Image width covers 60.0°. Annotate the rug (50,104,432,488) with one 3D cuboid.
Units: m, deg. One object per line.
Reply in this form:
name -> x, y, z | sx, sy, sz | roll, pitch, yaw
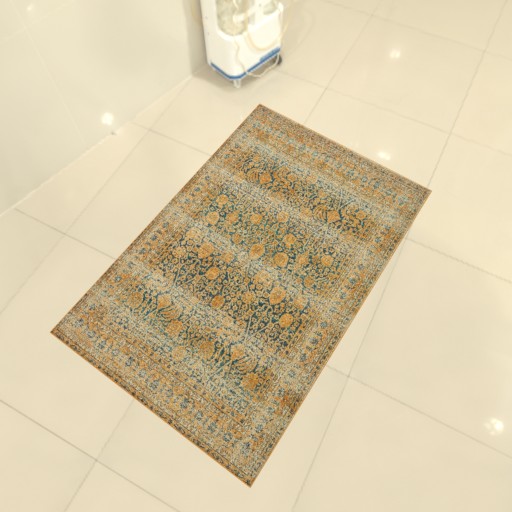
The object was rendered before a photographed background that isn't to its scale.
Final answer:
rug -> 0.000, 0.000, 3.006 | 1.525, 0.007, 2.336 | 31, 68, 15
